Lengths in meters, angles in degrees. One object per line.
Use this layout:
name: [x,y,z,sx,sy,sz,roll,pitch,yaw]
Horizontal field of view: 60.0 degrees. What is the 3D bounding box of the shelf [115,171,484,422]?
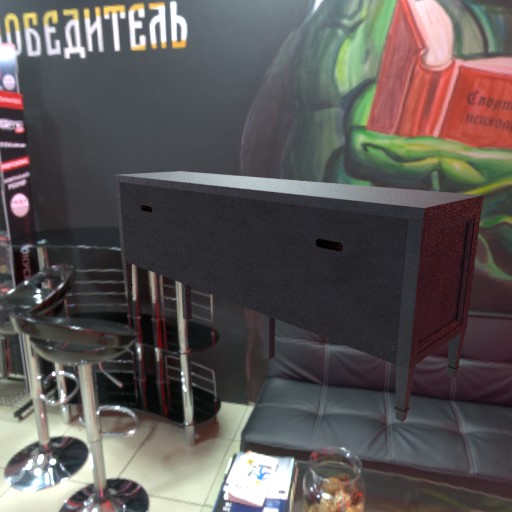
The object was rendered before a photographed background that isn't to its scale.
shelf: [0.000,0.000,2.178,0.471,0.715,1.878,-14,20,-42]
